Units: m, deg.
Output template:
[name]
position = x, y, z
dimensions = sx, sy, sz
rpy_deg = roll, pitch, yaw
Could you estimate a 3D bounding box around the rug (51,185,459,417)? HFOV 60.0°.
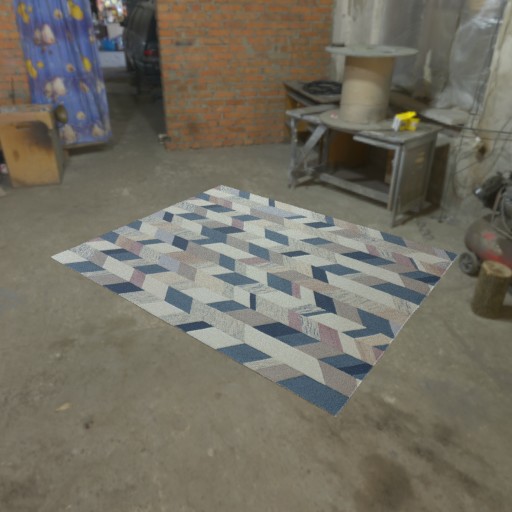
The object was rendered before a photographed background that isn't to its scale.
[rug]
position = 0.000, 0.000, 4.242
dimensions = 3.072, 0.011, 2.451
rpy_deg = 21, 36, 32
